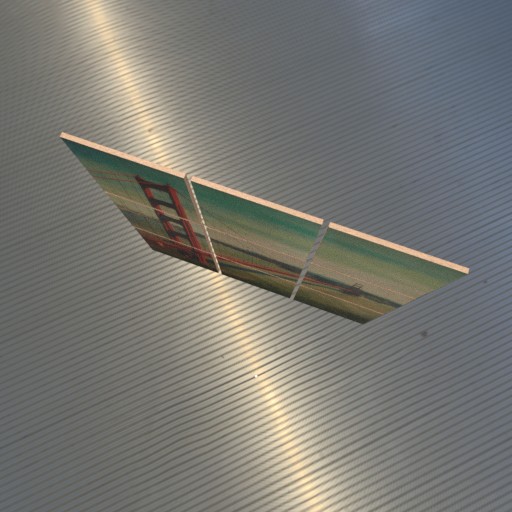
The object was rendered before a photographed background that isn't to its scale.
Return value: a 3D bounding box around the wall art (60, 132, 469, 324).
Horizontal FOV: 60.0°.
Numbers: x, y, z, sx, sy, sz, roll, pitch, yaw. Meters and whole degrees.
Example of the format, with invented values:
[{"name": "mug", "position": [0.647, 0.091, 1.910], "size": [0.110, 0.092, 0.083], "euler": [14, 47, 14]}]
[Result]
[{"name": "wall art", "position": [0.000, 0.000, 1.378], "size": [0.917, 0.910, 0.012], "euler": [19, 76, 5]}]
